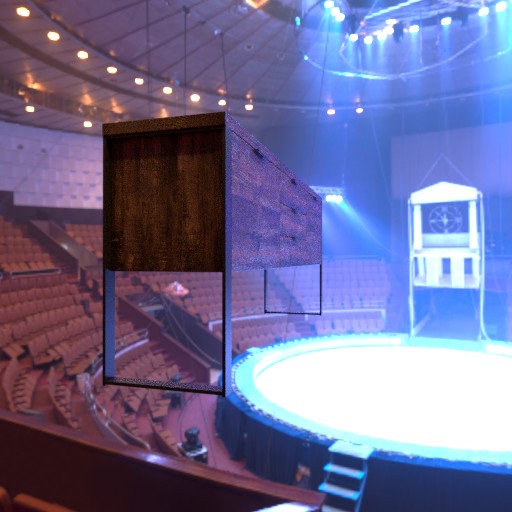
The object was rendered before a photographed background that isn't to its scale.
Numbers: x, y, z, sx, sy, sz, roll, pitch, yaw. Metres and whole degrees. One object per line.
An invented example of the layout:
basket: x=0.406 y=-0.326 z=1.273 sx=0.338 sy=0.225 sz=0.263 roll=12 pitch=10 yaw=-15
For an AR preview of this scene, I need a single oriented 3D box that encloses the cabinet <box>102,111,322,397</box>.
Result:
cabinet: x=0.000 y=0.000 z=2.093 sx=0.395 sy=0.762 sz=1.800 roll=0 pitch=0 yaw=17
